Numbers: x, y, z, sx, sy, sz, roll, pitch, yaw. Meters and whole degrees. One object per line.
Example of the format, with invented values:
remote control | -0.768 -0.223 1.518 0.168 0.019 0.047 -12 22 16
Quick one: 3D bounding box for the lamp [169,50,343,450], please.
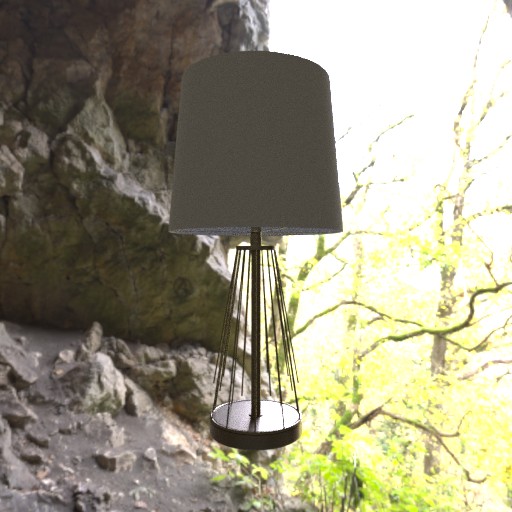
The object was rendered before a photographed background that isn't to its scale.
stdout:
lamp | 0.000 0.000 0.783 0.303 0.618 0.303 0 0 0
